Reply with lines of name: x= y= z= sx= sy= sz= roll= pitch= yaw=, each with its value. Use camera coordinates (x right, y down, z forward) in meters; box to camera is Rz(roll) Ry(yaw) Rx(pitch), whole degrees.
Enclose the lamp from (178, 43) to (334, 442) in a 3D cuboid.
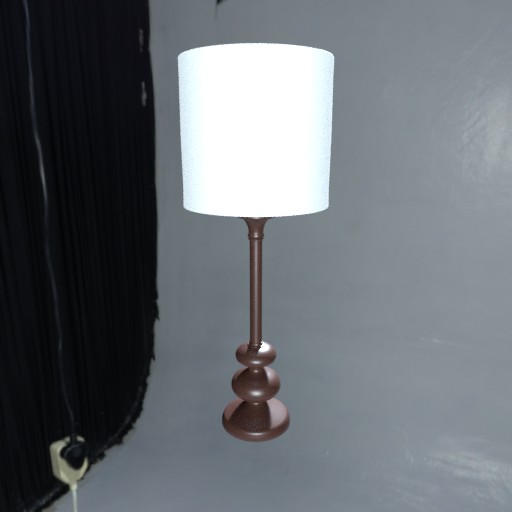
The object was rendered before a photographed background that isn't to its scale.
lamp: x=0.000 y=0.000 z=0.811 sx=0.254 sy=0.690 sz=0.254 roll=7 pitch=16 yaw=25
